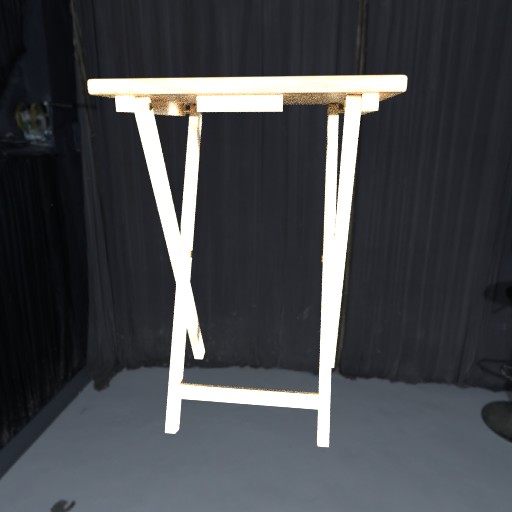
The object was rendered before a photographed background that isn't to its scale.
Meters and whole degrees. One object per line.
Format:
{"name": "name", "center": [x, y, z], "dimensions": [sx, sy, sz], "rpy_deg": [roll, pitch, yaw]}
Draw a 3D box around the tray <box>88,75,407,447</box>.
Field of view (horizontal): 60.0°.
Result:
{"name": "tray", "center": [0.000, 0.000, 0.927], "dimensions": [0.483, 0.660, 0.381], "rpy_deg": [2, 16, 7]}
